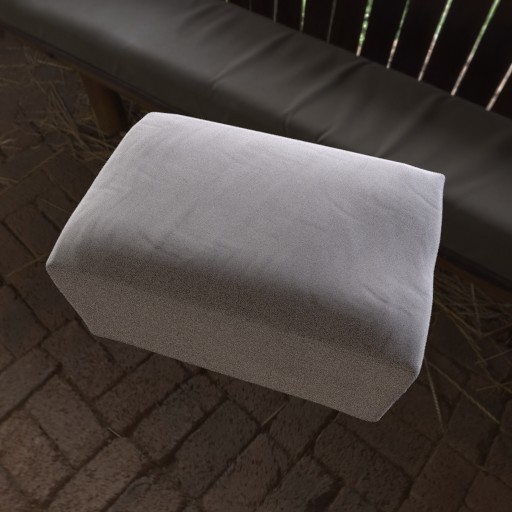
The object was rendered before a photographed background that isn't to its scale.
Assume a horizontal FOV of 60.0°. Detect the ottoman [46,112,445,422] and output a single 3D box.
[{"bbox_3d":[0.000,0.000,1.207,0.872,0.444,0.590,15,59,9],"label":"ottoman"}]
